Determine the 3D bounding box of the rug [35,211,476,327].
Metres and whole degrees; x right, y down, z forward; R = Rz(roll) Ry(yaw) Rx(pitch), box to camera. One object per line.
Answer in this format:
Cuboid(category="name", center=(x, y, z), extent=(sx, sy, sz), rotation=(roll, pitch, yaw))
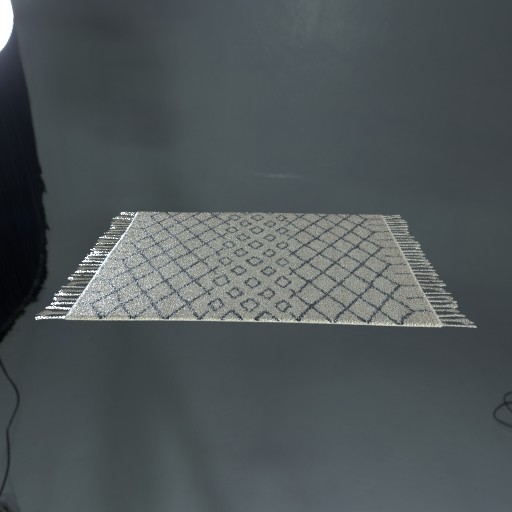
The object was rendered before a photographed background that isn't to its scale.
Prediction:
Cuboid(category="rug", center=(0.000, 0.000, 3.321), extent=(2.615, 0.029, 1.664), rotation=(1, 28, 2))
